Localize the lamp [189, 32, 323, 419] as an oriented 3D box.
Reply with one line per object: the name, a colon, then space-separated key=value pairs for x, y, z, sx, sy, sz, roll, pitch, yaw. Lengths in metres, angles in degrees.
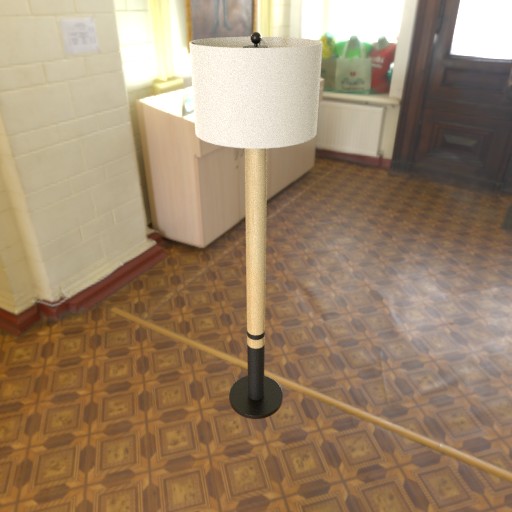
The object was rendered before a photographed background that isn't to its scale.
lamp: x=0.000 y=0.000 z=1.636 sx=0.381 sy=1.478 sz=0.381 roll=-8 pitch=31 yaw=-13
